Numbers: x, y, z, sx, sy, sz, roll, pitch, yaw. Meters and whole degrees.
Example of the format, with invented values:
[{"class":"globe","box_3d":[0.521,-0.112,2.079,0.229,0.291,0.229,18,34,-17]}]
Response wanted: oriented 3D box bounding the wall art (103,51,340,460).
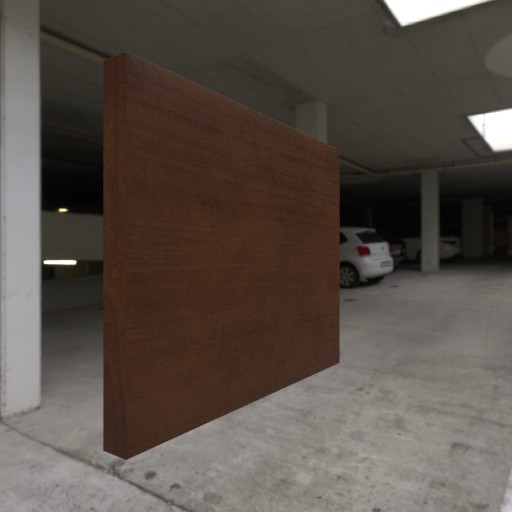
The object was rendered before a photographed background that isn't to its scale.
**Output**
[{"class":"wall art","box_3d":[0.000,0.000,0.527,0.030,0.328,0.401,0,0,35]}]
